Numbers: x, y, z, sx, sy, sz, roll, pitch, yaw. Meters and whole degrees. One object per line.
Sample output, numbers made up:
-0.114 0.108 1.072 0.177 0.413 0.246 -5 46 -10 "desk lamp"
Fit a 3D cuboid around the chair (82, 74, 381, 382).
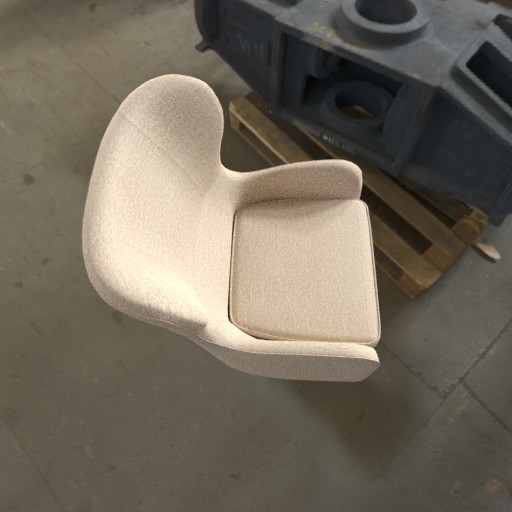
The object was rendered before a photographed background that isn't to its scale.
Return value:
0.000 0.000 1.745 0.984 1.064 0.861 1 64 1 "chair"
